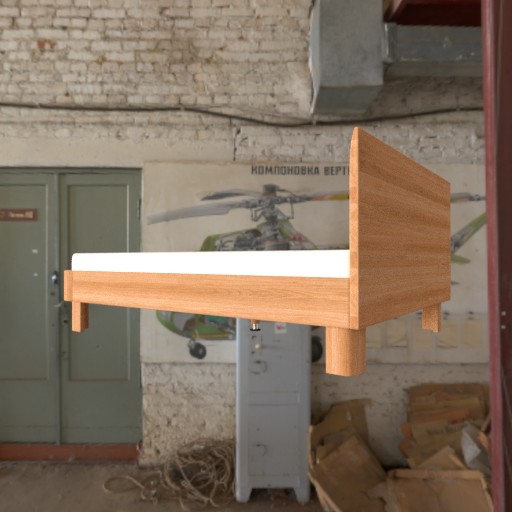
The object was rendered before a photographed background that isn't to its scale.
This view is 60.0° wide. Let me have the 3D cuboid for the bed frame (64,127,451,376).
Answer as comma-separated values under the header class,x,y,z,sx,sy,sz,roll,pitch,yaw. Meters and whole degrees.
class,x,y,z,sx,sy,sz,roll,pitch,yaw
bed frame,0.000,0.000,2.806,1.992,0.940,1.472,0,0,36
